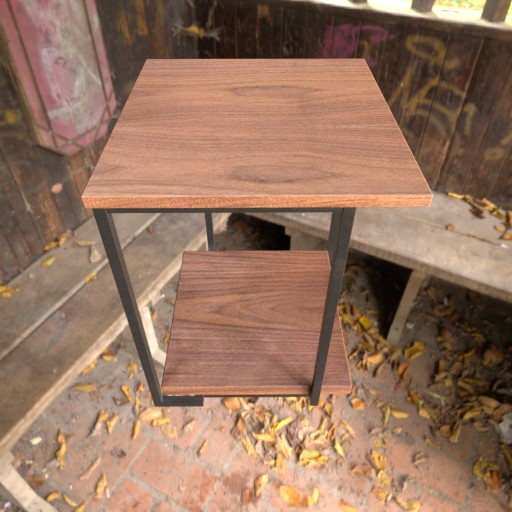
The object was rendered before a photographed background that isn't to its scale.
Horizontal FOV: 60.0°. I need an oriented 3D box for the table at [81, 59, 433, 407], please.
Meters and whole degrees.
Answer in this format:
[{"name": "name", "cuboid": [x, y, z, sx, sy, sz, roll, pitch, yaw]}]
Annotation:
[{"name": "table", "cuboid": [0.000, 0.000, 0.825, 0.384, 0.567, 0.411, 0, 43, 0]}]
